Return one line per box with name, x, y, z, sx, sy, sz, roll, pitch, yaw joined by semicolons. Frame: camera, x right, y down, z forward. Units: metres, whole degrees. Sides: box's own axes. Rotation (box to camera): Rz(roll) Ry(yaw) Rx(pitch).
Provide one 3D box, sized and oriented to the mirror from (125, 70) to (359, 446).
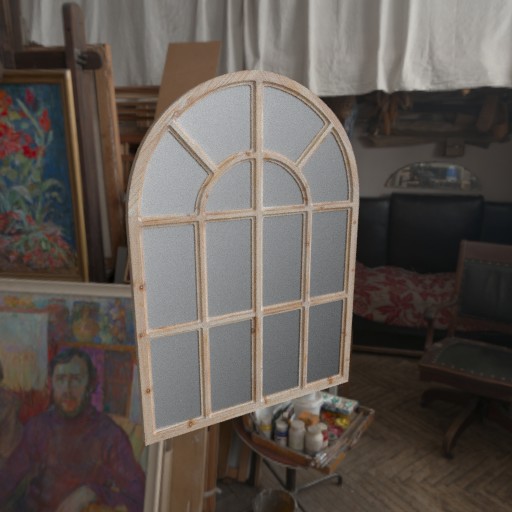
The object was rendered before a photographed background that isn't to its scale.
mirror;0.000;0.000;1.183;0.660;0.920;0.032;-8;17;-27
